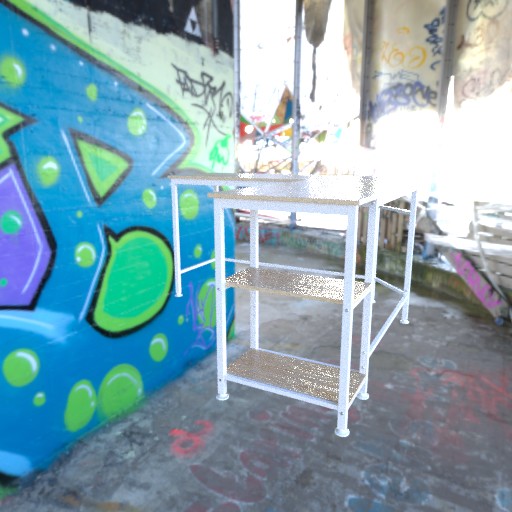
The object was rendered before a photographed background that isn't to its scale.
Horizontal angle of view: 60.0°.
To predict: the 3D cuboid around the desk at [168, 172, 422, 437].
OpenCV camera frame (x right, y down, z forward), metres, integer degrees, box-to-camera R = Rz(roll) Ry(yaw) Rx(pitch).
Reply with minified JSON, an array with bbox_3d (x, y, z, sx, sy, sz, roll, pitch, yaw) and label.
[{"bbox_3d":[0.000,0.000,2.199,1.379,0.739,1.379,7,15,27],"label":"desk"}]
